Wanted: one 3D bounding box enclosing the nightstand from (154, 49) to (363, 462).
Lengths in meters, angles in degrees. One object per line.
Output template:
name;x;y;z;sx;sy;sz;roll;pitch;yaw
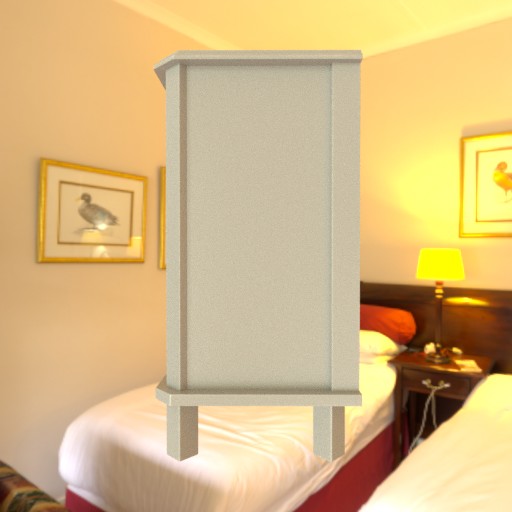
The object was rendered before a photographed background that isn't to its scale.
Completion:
nightstand;0.000;0.000;0.936;0.348;0.680;0.435;0;1;0
